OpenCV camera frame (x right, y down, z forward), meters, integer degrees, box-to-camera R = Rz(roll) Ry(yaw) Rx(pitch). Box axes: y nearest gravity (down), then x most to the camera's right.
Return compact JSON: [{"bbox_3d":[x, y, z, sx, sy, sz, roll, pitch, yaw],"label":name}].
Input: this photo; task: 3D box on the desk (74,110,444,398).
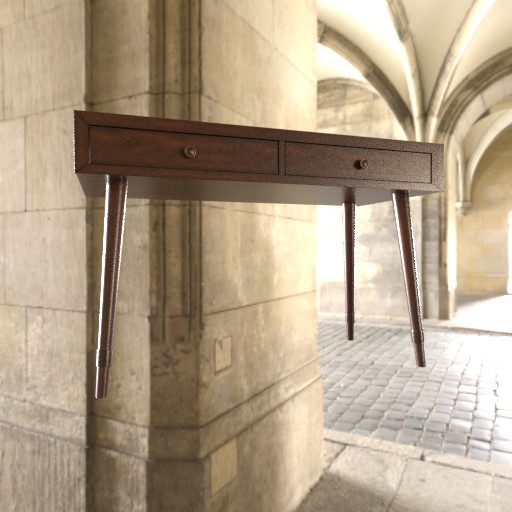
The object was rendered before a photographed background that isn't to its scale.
[{"bbox_3d":[0.000,0.000,2.140,1.577,1.031,0.734,0,1,-18],"label":"desk"}]
